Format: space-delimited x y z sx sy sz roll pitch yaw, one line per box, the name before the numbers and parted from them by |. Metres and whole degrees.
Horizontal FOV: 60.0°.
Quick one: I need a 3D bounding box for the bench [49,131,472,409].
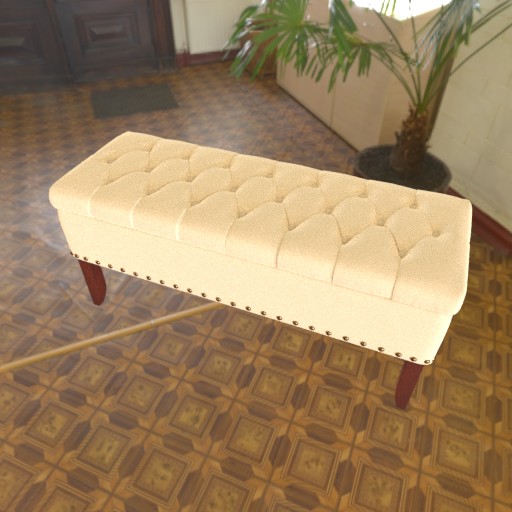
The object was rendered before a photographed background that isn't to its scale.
bench | 0.000 0.000 1.296 1.054 0.470 0.400 15 44 16
